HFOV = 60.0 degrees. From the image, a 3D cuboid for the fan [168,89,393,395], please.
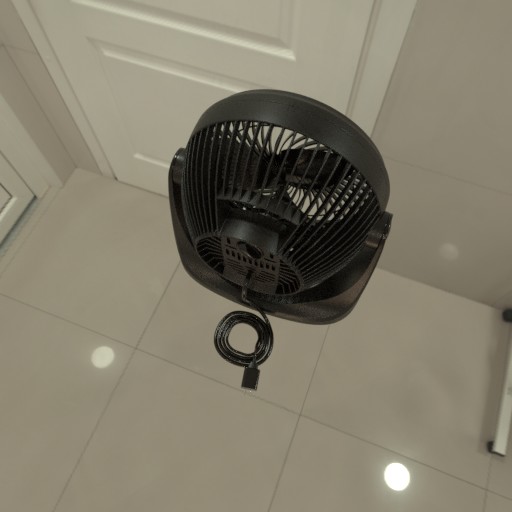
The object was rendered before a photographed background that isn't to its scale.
[{"bbox_3d":[0.000,0.000,0.497,0.273,0.277,0.256,19,66,9],"label":"fan"}]
